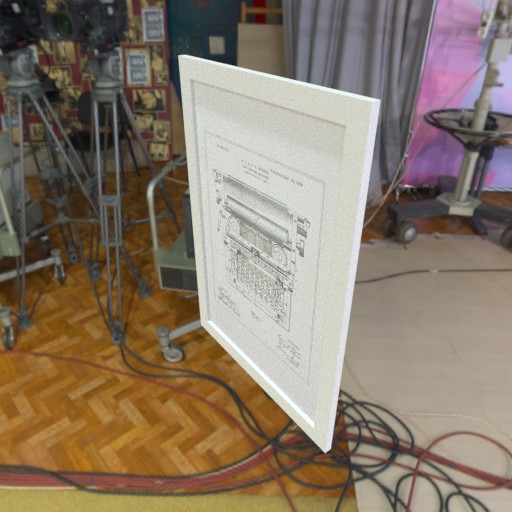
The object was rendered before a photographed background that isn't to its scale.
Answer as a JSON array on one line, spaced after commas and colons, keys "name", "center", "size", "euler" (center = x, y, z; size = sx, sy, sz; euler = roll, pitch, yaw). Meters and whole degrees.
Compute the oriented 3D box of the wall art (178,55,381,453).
[{"name": "wall art", "center": [0.000, 0.000, 0.687], "size": [0.013, 0.533, 0.381], "euler": [-21, 38, -30]}]
